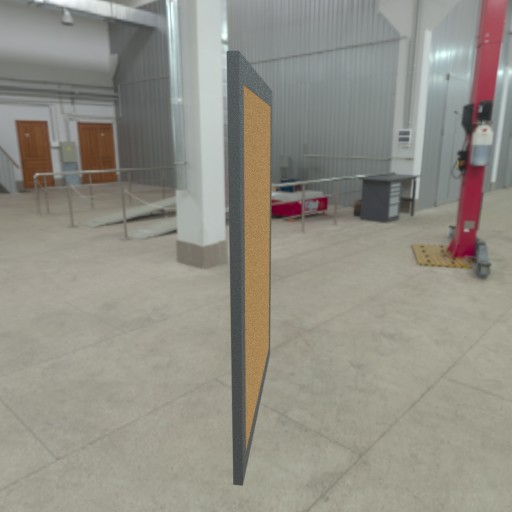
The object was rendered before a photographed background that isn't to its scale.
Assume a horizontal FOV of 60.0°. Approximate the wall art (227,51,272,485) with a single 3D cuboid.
[{"bbox_3d":[0.000,0.000,0.705,0.013,0.534,0.380,2,15,7],"label":"wall art"}]
